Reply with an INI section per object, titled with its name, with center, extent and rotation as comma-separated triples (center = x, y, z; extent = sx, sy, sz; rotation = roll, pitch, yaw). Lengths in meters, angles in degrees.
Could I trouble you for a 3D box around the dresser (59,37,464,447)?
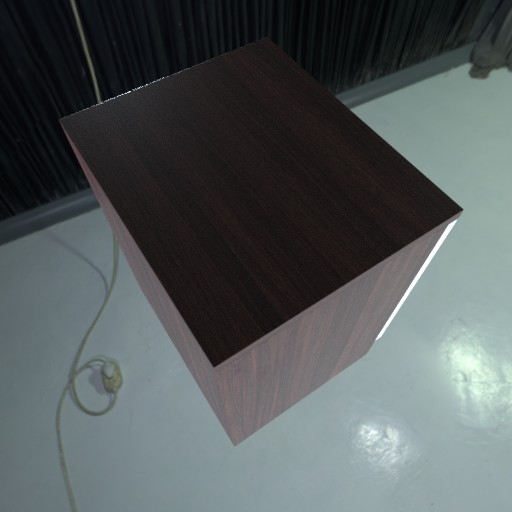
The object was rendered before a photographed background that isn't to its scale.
[dresser]
center = 0.000, 0.000, 0.751
extent = 0.360, 0.470, 0.400
rotation = -30, 63, -17
